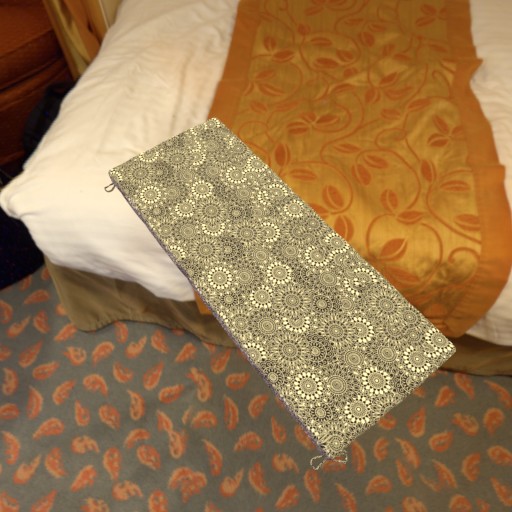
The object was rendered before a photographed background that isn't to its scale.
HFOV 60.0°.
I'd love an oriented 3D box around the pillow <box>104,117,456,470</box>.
[{"bbox_3d":[0.000,0.000,1.364,0.492,0.081,1.187,-33,63,-19],"label":"pillow"}]
